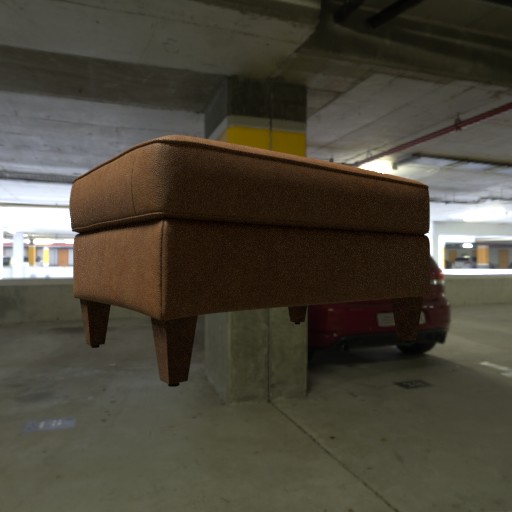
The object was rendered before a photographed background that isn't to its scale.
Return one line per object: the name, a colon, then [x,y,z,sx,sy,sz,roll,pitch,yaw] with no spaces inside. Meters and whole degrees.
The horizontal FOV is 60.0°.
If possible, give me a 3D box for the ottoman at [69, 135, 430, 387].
ottoman: [0.000,0.000,1.210,0.864,0.483,0.584,1,-1,-37]
